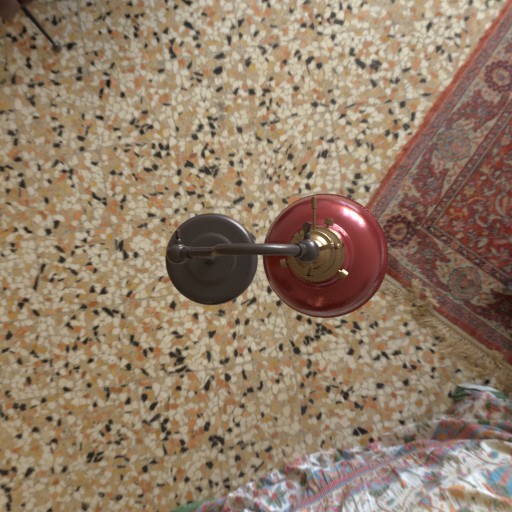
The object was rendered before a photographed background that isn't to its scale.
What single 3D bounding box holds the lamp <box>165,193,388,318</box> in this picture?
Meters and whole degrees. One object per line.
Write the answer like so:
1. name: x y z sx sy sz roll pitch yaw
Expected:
1. lamp: 0.000 0.000 0.670 0.374 0.508 0.192 0 89 0
